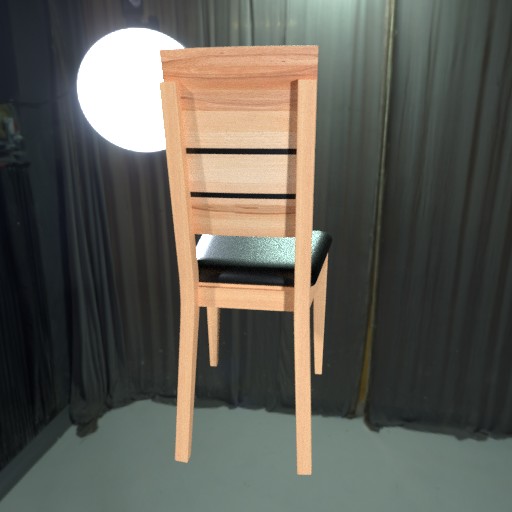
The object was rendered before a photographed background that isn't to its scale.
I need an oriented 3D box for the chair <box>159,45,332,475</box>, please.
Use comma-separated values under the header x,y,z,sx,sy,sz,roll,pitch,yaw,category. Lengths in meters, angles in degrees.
x,y,z,sx,sy,sz,roll,pitch,yaw,category
0.000,0.000,1.173,0.410,0.940,0.520,2,16,8,chair
